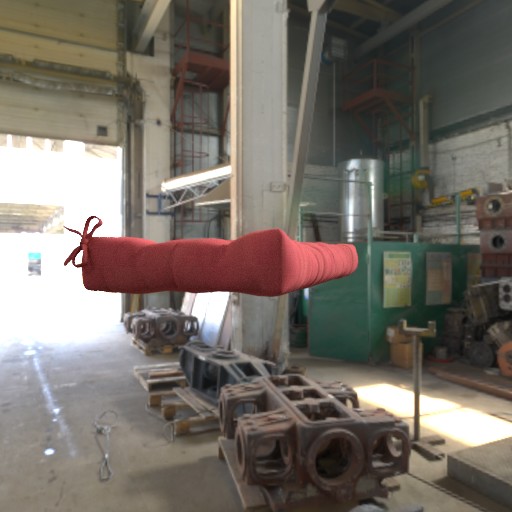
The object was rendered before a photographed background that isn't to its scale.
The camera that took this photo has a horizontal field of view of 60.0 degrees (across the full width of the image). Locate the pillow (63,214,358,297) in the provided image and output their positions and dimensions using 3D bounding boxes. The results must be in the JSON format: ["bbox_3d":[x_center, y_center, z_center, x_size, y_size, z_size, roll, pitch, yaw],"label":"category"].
[{"bbox_3d":[0.000,0.000,1.369,0.511,0.174,1.194,0,0,19],"label":"pillow"}]
